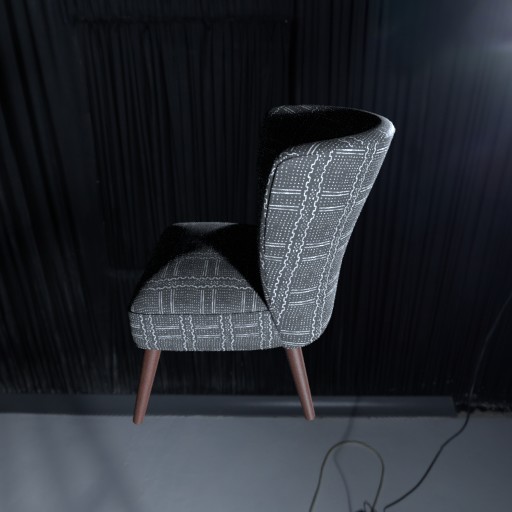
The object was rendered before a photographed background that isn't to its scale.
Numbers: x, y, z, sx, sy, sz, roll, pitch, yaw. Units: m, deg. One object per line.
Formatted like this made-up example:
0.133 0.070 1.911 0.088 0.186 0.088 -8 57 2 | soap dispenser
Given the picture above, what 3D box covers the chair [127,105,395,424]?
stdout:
0.000 0.000 1.427 0.758 0.866 0.710 0 26 0 | chair
